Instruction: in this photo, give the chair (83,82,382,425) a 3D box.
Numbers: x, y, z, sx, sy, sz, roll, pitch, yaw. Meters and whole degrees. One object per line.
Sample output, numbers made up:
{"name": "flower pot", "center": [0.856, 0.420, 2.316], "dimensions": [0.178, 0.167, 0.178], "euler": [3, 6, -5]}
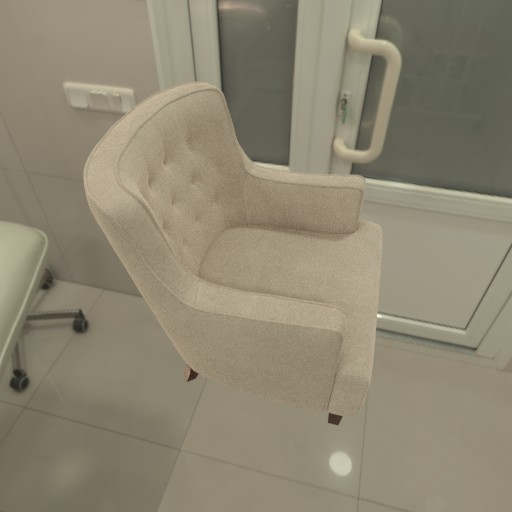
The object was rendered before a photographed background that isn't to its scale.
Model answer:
{"name": "chair", "center": [0.000, 0.000, 1.590], "dimensions": [0.910, 0.920, 0.781], "euler": [10, 46, 10]}
